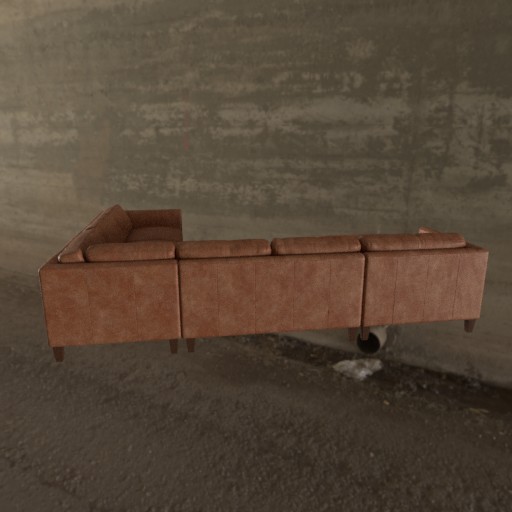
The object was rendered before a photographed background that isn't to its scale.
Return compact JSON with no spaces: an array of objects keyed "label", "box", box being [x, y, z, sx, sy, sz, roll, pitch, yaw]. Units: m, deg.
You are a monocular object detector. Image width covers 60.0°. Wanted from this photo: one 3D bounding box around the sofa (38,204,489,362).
[{"label":"sofa","box":[0.000,0.000,4.508,3.401,0.832,2.430,-2,15,-8]}]
